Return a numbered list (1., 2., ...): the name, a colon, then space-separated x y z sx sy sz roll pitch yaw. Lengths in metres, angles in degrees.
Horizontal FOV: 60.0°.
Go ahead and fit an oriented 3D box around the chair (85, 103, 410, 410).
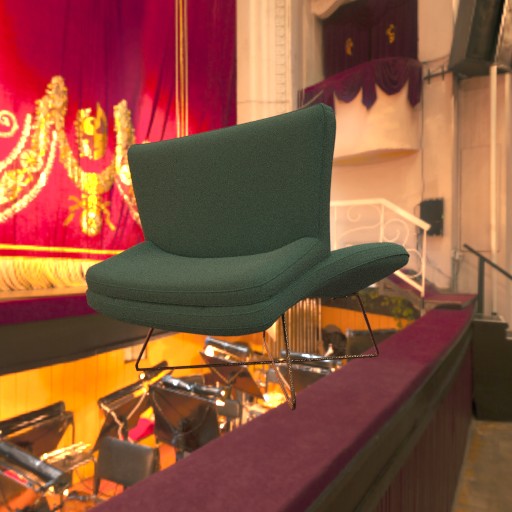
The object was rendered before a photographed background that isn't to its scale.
1. chair: 0.000 0.000 1.655 0.859 0.855 1.008 1 1 36
